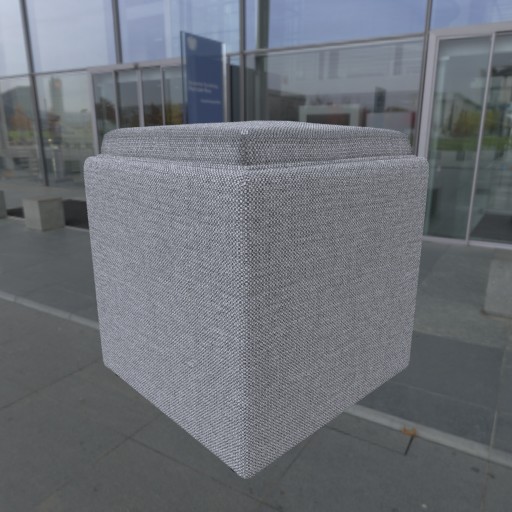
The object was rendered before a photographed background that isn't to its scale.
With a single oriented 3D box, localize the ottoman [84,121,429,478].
[{"bbox_3d":[0.000,0.000,0.837,0.454,0.487,0.436,-14,21,-41],"label":"ottoman"}]
